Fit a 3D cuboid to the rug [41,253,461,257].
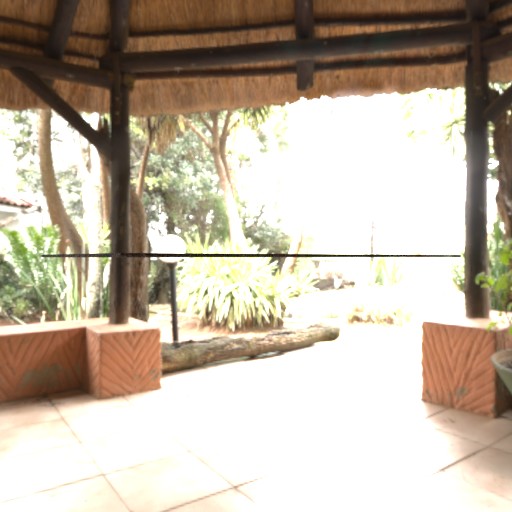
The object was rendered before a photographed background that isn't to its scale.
[{"bbox_3d":[0.000,0.000,2.892,2.298,0.017,1.501,0,0,-36],"label":"rug"}]
